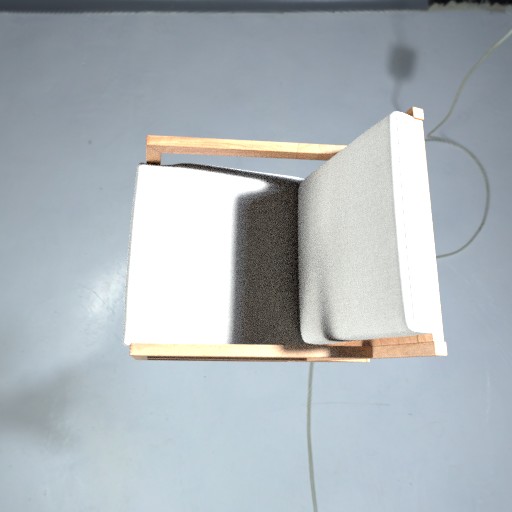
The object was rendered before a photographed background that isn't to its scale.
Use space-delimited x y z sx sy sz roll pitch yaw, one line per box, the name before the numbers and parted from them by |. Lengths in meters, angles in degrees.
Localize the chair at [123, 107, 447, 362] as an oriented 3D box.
chair | 0.000 0.000 1.379 0.857 0.790 0.622 0 75 0
